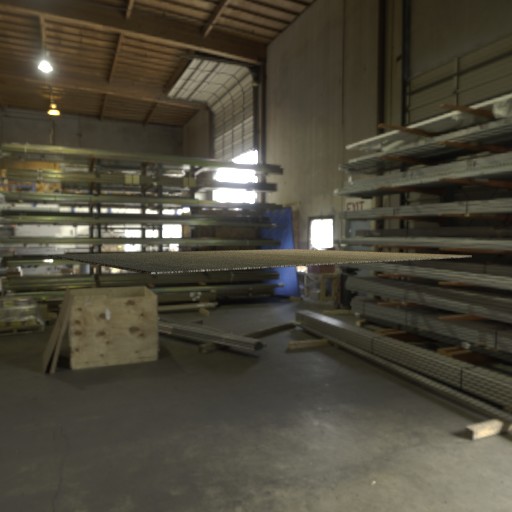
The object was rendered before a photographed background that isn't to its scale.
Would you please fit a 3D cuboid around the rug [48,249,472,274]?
[{"bbox_3d":[0.000,0.000,3.892,2.932,0.015,2.315,-2,3,-36],"label":"rug"}]
